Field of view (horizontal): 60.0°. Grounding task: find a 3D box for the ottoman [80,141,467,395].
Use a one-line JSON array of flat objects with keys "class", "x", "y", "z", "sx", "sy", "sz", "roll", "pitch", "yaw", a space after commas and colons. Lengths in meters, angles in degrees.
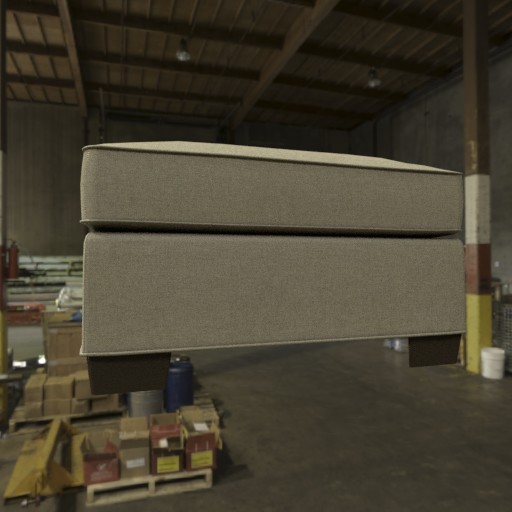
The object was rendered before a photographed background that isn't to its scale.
[{"class": "ottoman", "x": 0.000, "y": 0.000, "z": 1.187, "sx": 0.843, "sy": 0.504, "sz": 0.619, "roll": 0, "pitch": -1, "yaw": -18}]
